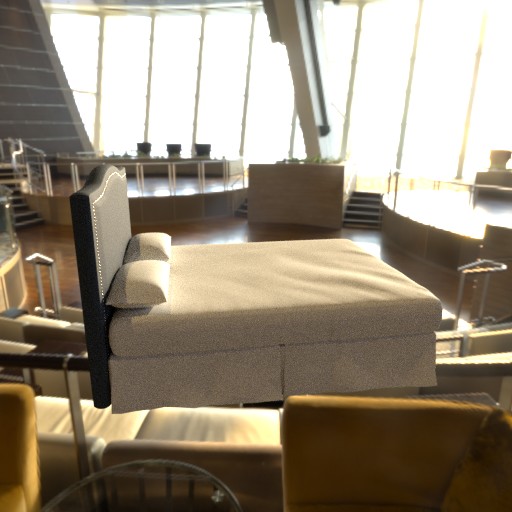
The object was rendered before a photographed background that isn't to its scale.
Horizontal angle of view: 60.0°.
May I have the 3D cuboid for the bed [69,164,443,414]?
[{"bbox_3d":[0.000,0.000,3.486,2.282,1.436,1.821,-3,17,-9],"label":"bed"}]
